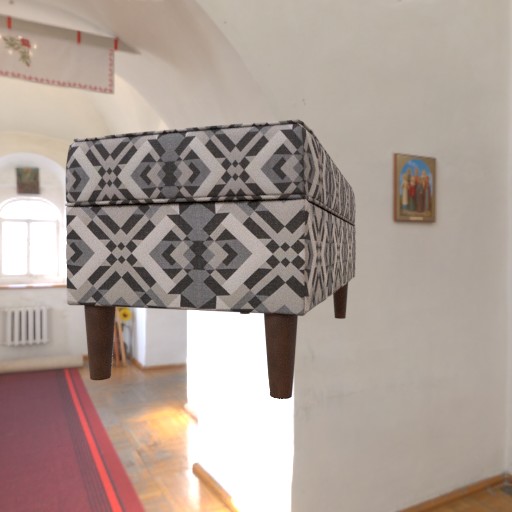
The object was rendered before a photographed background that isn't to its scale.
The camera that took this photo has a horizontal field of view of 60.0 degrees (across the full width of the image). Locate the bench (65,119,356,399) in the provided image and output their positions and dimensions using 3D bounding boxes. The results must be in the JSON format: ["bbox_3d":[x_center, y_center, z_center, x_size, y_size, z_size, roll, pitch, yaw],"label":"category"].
[{"bbox_3d":[0.000,0.000,1.272,0.492,0.477,1.016,0,1,17],"label":"bench"}]
